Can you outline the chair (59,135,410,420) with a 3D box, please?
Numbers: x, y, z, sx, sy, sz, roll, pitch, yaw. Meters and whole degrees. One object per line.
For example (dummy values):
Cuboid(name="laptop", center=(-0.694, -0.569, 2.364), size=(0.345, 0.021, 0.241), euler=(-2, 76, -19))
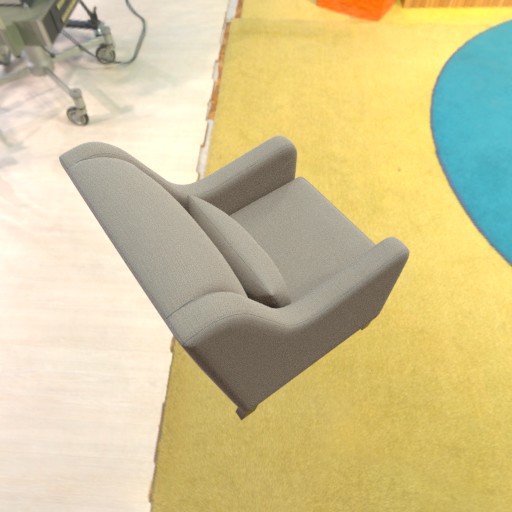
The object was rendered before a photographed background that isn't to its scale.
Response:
Cuboid(name="chair", center=(0.000, 0.000, 1.632), size=(0.896, 1.017, 0.715), euler=(-31, 62, -19))
